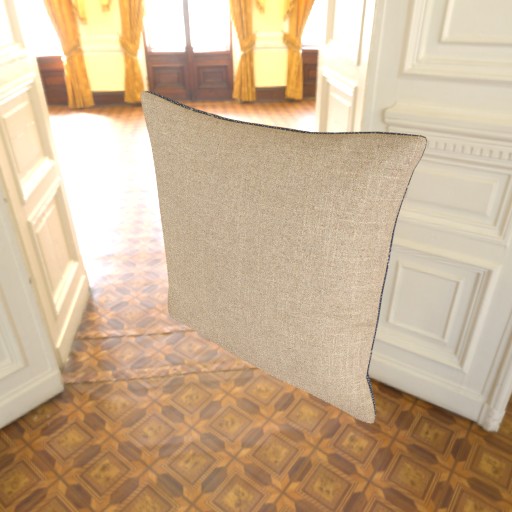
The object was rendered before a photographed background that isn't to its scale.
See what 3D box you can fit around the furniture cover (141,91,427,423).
[{"bbox_3d":[0.000,0.000,0.776,0.511,0.503,0.162,21,36,31],"label":"furniture cover"}]
